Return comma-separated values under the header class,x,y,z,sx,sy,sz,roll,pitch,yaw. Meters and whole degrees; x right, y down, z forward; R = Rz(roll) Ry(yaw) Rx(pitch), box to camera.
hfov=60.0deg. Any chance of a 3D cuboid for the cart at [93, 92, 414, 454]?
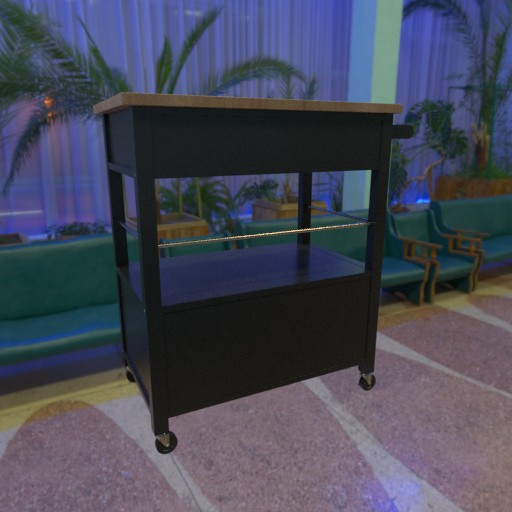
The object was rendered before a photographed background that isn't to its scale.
class,x,y,z,sx,sy,sz,roll,pitch,yaw
cart,0.000,0.000,1.398,0.840,0.901,0.459,-7,17,-26
